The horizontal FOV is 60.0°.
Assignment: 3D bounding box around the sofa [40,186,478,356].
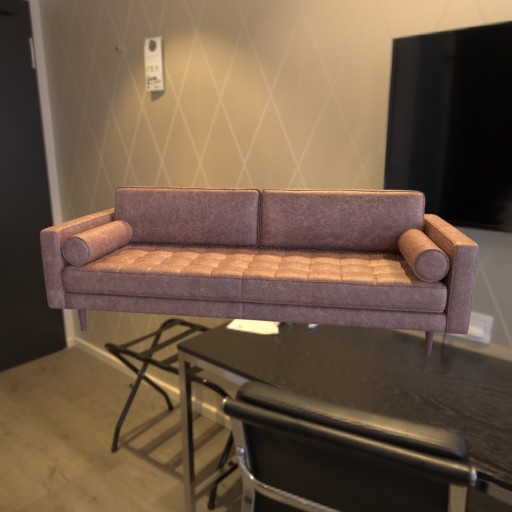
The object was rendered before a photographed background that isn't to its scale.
[{"bbox_3d":[0.000,0.000,2.628,2.210,0.762,0.914,2,14,9],"label":"sofa"}]
